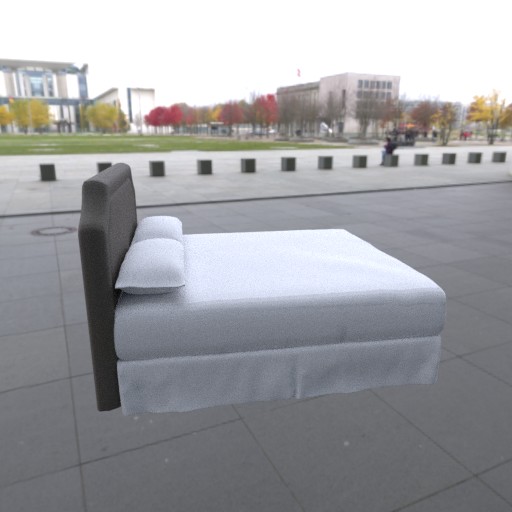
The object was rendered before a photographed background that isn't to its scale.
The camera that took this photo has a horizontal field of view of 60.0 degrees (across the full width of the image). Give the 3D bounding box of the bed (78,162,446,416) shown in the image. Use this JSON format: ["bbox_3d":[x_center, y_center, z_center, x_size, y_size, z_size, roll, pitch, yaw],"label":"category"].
[{"bbox_3d":[0.000,0.000,3.969,2.536,1.561,2.194,-3,16,-9],"label":"bed"}]
